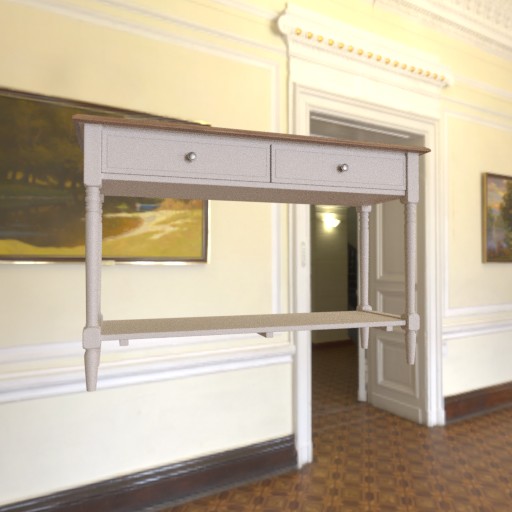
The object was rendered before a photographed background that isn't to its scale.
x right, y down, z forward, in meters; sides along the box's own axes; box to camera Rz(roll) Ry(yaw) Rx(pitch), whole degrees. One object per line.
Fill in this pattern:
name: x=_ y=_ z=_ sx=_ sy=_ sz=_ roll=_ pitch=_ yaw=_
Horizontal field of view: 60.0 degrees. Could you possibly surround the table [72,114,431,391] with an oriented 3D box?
table: x=0.000 y=0.000 z=1.619 sx=1.219 sy=0.800 sz=0.399 roll=0 pitch=-1 yaw=-18
